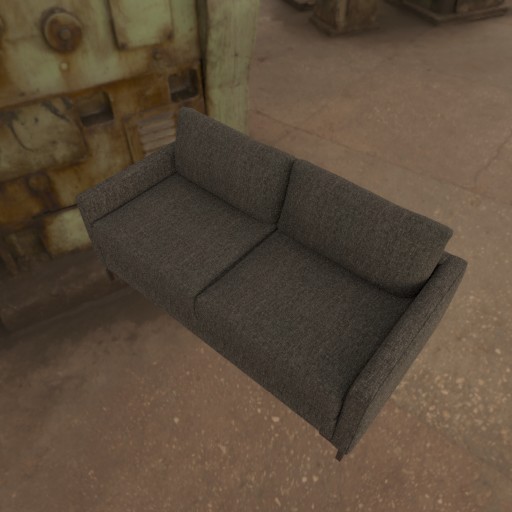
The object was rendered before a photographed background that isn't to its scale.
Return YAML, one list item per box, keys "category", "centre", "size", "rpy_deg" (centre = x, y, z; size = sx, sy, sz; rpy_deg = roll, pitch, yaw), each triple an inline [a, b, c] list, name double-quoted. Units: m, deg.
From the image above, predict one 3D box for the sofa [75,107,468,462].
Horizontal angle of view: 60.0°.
- category: "sofa"
  centre: [0.000, 0.000, 2.194]
  size: [1.716, 0.862, 0.866]
  rpy_deg: [31, 54, 26]
